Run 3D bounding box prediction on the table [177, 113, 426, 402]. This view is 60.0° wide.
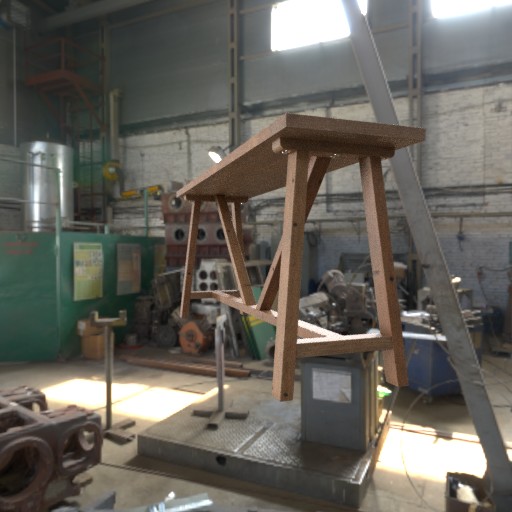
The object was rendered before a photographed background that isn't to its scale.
[{"bbox_3d":[0.000,0.000,2.134,0.465,0.810,1.800,0,1,-19],"label":"table"}]
